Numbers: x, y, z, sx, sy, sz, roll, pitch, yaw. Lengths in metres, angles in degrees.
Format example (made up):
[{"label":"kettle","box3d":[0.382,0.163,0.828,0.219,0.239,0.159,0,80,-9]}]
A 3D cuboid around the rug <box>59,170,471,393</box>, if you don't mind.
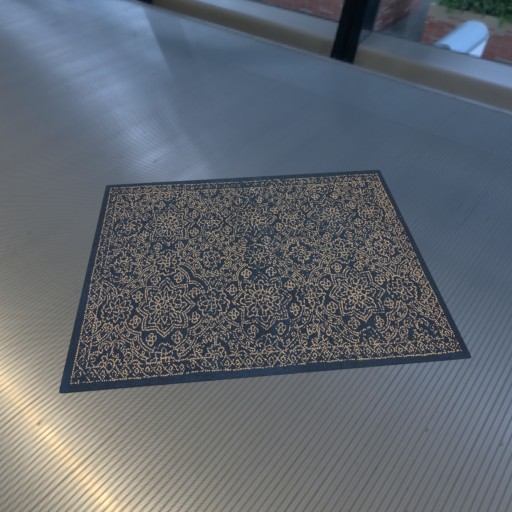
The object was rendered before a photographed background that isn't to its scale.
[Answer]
[{"label":"rug","box3d":[0.000,0.000,4.085,3.048,0.010,2.438,-4,46,-4]}]
